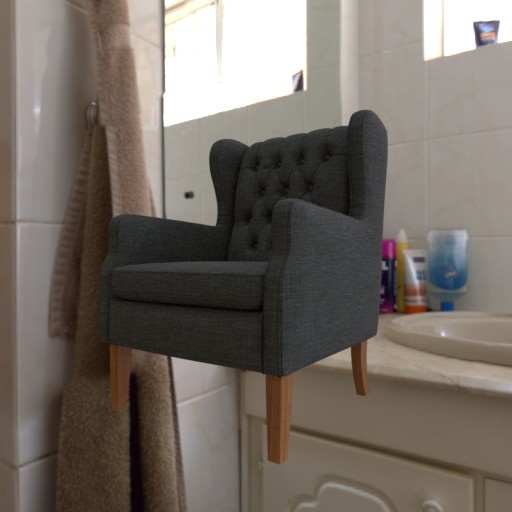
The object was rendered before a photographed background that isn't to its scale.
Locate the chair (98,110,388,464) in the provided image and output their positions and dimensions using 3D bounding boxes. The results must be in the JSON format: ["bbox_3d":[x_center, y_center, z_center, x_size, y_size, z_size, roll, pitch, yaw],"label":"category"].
[{"bbox_3d":[0.000,0.000,1.467,0.711,0.953,0.775,0,0,37],"label":"chair"}]
